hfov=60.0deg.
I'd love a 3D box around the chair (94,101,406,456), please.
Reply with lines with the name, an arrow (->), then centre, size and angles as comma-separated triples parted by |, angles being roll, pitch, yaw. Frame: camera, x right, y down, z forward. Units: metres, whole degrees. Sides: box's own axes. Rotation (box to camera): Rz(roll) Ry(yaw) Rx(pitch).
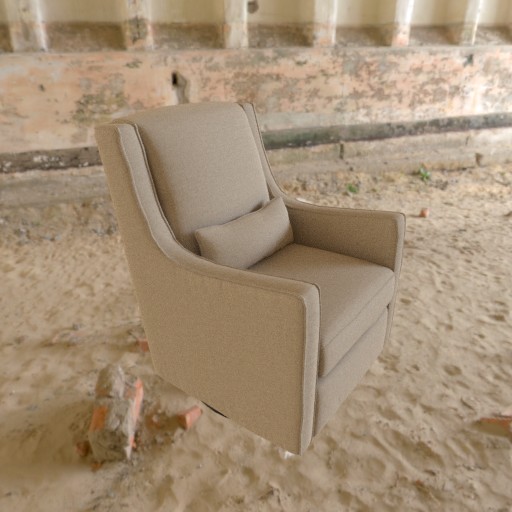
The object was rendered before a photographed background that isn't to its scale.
chair -> 0.000, 0.000, 1.608 | 0.879, 0.993, 0.732 | 18, 31, 32
